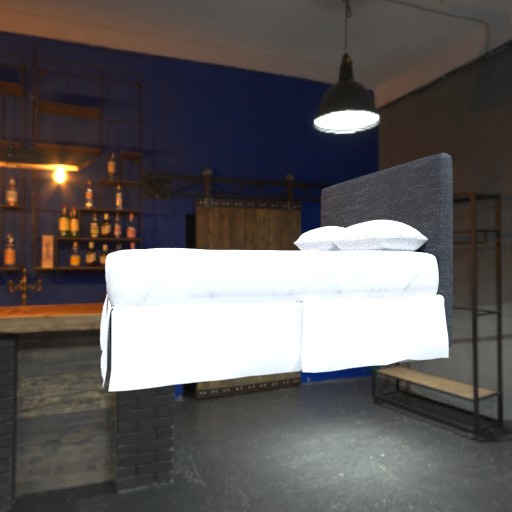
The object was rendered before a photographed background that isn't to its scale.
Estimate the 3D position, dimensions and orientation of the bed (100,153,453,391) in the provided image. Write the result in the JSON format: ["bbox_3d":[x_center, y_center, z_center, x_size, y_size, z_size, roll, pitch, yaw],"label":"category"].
[{"bbox_3d":[0.000,0.000,3.222,2.142,1.330,1.723,0,0,-19],"label":"bed"}]
